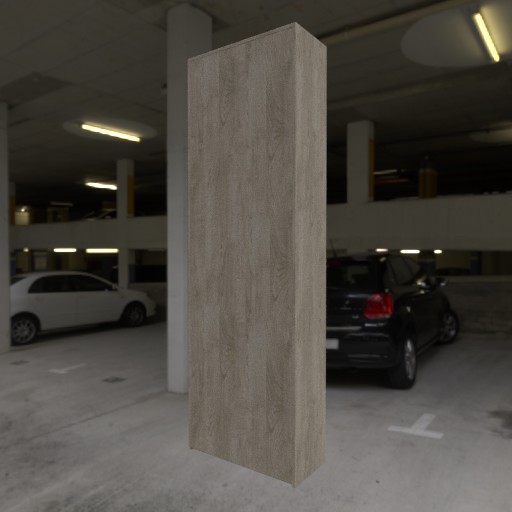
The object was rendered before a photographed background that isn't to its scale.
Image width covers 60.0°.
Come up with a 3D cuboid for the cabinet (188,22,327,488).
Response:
[{"bbox_3d":[0.000,0.000,1.802,0.520,1.630,0.250,1,1,36],"label":"cabinet"}]
